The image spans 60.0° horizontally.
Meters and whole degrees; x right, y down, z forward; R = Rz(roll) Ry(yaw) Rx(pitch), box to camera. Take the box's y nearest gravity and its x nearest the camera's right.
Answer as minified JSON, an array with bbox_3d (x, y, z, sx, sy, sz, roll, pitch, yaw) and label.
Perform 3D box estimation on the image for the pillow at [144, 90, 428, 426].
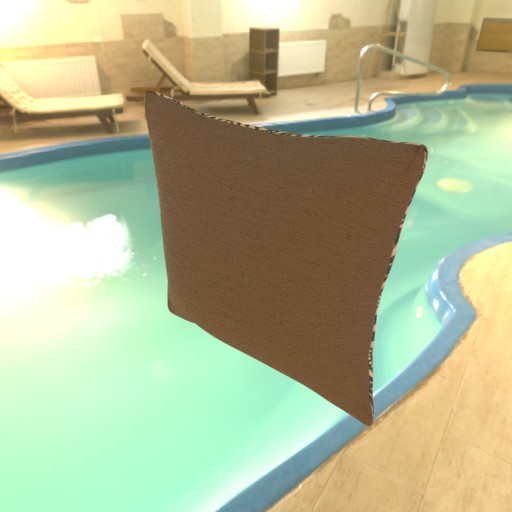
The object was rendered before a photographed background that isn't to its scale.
[{"bbox_3d":[0.000,0.000,0.654,0.436,0.417,0.148,23,38,32],"label":"pillow"}]
